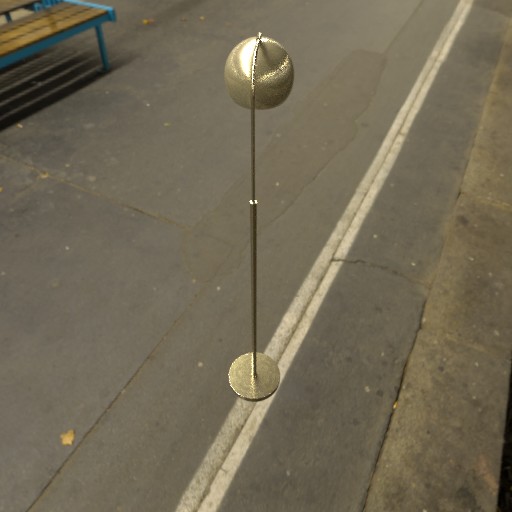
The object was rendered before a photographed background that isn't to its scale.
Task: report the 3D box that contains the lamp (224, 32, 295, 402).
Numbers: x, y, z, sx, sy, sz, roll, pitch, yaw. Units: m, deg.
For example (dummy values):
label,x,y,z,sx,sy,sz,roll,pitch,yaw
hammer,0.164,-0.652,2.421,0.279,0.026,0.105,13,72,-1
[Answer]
label,x,y,z,sx,sy,sz,roll,pitch,yaw
lamp,0.000,0.000,1.683,0.250,1.526,0.431,4,46,4
